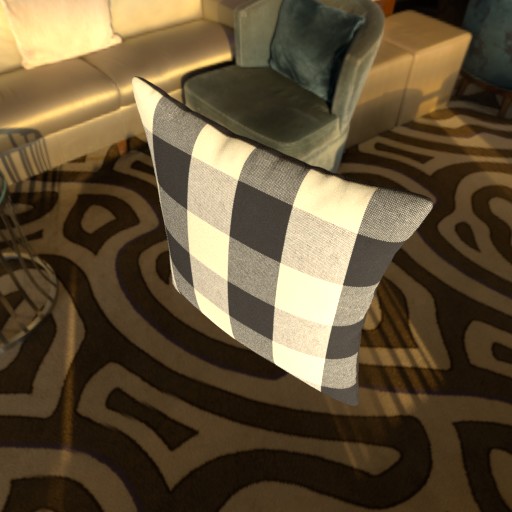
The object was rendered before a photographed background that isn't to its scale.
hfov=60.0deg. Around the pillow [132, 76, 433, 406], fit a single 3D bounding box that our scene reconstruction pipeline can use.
[{"bbox_3d":[0.000,0.000,0.789,0.511,0.509,0.161,30,53,26],"label":"pillow"}]
